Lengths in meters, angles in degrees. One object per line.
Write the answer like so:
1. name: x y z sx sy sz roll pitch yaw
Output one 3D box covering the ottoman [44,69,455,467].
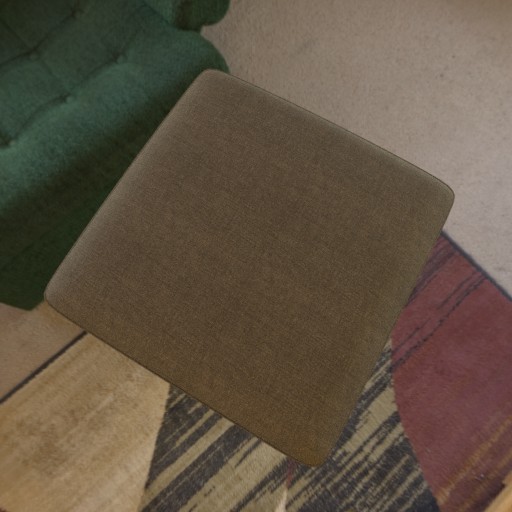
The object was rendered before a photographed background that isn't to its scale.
1. ottoman: 0.000 0.000 1.668 1.067 0.559 1.067 29 76 8
